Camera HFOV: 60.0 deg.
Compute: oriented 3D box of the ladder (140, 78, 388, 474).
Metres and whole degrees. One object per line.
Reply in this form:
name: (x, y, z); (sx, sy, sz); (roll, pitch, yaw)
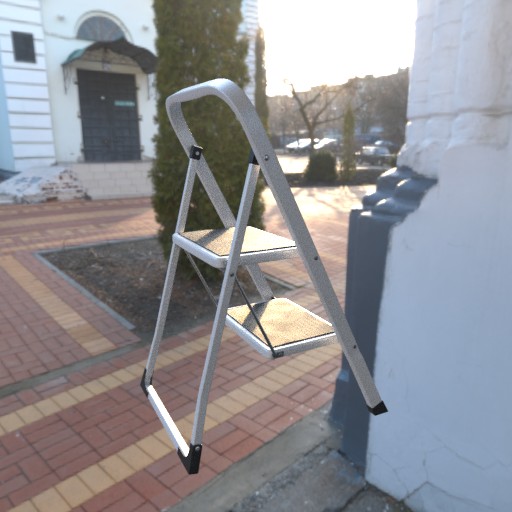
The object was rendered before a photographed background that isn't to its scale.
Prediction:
ladder: (0.000, 0.000, 1.137); (0.544, 0.810, 0.460); (-8, 16, -27)
